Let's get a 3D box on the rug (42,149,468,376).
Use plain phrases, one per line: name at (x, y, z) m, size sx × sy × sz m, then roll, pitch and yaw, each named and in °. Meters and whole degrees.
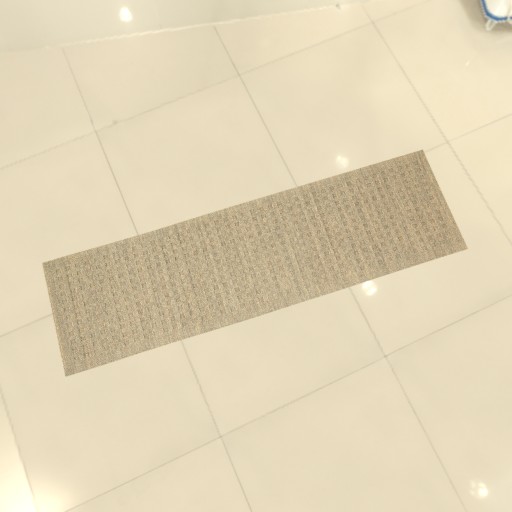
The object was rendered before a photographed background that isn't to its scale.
rug at (0.000, 0.000, 2.634) m, size 2.437 × 0.005 × 0.688 m, roll -17°, pitch 76°, yaw -4°
